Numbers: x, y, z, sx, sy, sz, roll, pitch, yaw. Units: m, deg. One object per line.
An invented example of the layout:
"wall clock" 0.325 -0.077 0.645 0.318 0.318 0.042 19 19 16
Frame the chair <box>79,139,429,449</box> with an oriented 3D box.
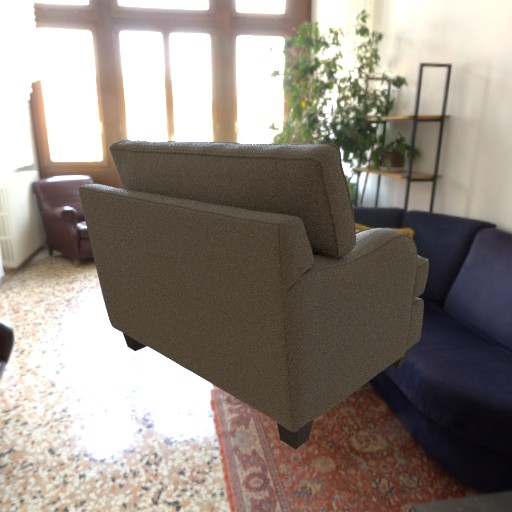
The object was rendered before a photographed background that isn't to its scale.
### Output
"chair" 0.000 0.000 1.998 1.220 1.016 1.040 15 21 42
